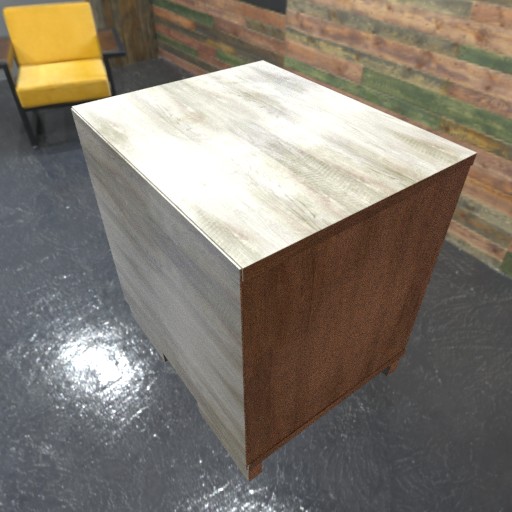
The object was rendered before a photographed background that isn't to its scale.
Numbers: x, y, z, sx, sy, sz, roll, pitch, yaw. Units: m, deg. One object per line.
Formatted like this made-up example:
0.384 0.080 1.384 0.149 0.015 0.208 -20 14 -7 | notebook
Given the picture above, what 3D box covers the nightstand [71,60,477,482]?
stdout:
0.000 0.000 0.730 0.347 0.448 0.427 -26 47 -27 | nightstand
